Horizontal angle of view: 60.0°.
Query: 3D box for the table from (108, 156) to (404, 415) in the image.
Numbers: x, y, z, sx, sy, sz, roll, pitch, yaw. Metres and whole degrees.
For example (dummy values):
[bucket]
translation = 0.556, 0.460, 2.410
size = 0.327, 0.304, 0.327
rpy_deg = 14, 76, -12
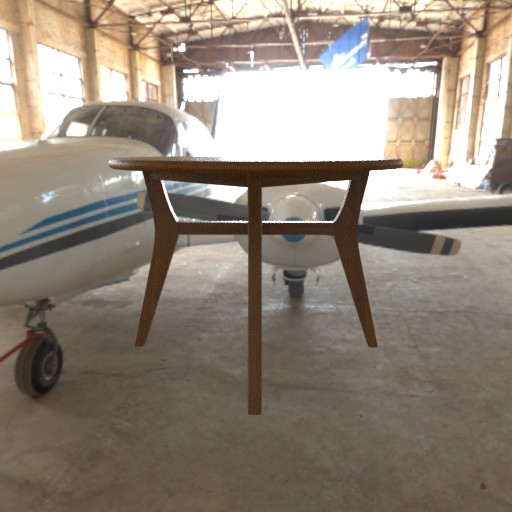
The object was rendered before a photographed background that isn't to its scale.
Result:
[table]
translation = 0.000, 0.000, 1.749
size = 1.055, 0.757, 1.055
rpy_deg = 0, 13, 0
